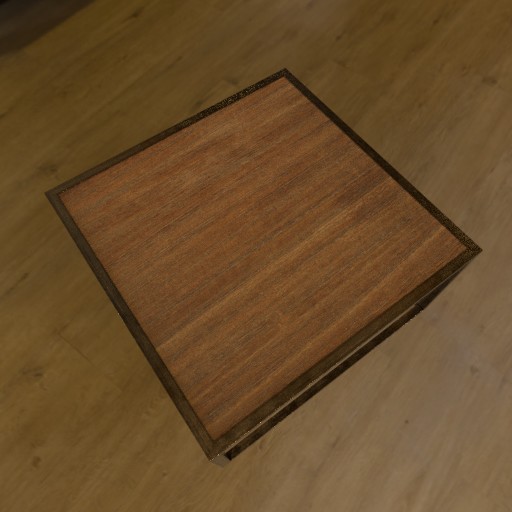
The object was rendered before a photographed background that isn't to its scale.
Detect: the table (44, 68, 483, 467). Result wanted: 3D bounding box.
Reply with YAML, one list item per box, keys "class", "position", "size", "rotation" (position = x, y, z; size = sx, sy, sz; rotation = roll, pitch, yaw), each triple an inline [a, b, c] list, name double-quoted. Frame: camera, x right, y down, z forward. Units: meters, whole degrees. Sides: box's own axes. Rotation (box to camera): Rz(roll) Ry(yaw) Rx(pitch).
- class: "table"
  position: [0.000, 0.000, 1.476]
  size: [0.909, 0.451, 0.899]
  rotation: [-33, 68, -15]
